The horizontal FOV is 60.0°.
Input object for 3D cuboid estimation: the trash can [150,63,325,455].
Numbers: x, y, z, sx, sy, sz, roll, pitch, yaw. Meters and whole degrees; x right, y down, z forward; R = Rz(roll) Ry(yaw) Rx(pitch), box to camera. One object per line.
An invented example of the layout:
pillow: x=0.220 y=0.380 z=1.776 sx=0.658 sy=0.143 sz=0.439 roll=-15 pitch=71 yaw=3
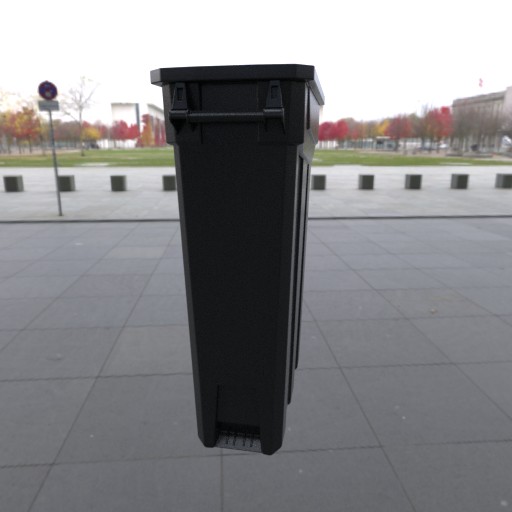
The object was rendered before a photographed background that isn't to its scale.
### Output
trash can: x=0.000 y=0.000 z=1.057 sx=0.281 sy=0.762 sz=0.559 roll=3 pitch=14 yaw=10
